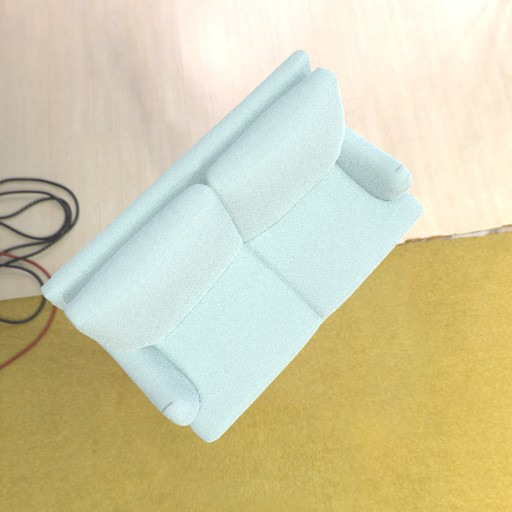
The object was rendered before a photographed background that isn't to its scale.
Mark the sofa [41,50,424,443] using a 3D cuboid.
[{"bbox_3d":[0.000,0.000,2.522,1.084,1.101,1.853,43,80,9],"label":"sofa"}]
